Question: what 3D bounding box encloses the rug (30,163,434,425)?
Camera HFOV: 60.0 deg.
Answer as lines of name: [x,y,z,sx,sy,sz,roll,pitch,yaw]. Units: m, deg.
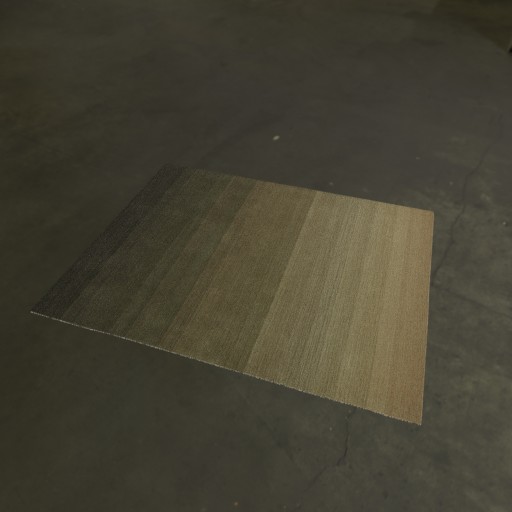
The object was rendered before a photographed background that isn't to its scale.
rug: [0.000,0.000,3.898,2.932,0.015,2.315,13,44,13]
